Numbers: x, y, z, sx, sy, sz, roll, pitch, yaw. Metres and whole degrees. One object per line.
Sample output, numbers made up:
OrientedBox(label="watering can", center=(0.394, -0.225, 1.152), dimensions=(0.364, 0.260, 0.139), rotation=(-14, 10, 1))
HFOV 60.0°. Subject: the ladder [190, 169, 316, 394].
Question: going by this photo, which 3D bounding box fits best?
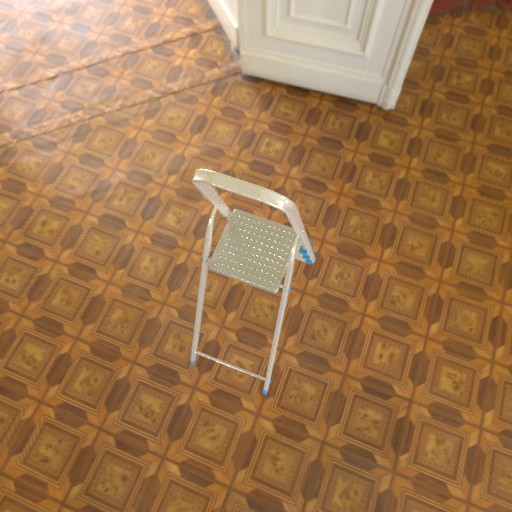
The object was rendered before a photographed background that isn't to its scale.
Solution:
OrientedBox(label="ladder", center=(0.000, 0.000, 1.864), dimensions=(0.445, 1.434, 0.842), rotation=(19, 67, 9))
